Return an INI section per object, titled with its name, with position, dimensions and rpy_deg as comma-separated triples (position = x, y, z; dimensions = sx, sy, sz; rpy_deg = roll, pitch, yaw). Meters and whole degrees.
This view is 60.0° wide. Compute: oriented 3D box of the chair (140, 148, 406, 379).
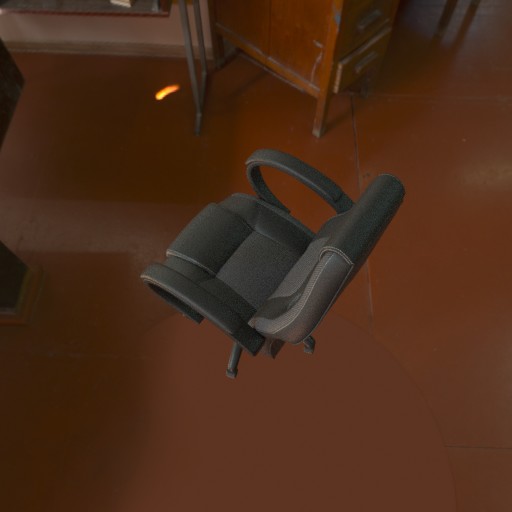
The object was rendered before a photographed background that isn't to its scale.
[chair]
position = 0.000, 0.000, 1.624
dimensions = 0.724, 1.187, 0.673
rpy_deg = 33, 68, 15
